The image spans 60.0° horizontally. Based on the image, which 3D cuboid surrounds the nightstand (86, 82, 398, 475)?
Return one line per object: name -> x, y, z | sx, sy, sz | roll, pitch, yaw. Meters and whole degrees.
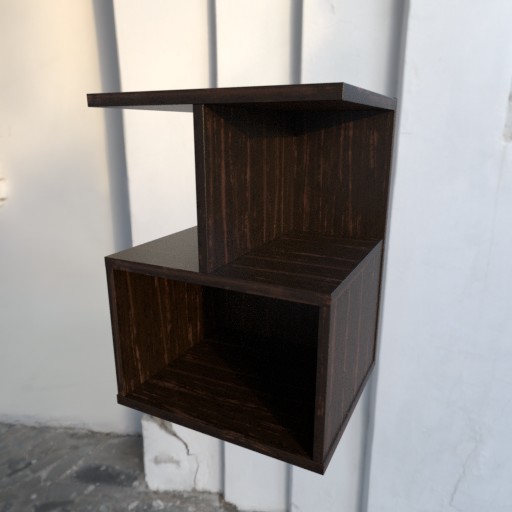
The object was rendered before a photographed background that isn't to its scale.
nightstand -> 0.000, 0.000, 0.818 | 0.400, 0.559, 0.356 | 8, 18, 25
